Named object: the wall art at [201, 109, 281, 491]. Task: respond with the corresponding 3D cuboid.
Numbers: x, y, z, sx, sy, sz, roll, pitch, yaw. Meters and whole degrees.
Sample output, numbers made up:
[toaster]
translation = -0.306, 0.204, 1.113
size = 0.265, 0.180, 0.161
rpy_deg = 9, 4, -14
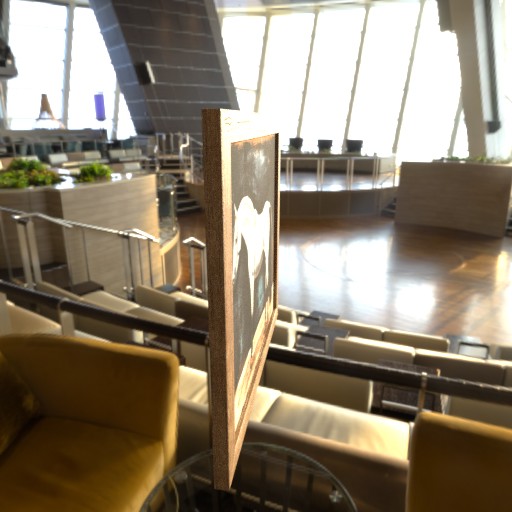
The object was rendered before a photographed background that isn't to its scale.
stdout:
[wall art]
translation = 0.000, 0.000, 0.960
size = 0.026, 0.588, 0.690
rpy_deg = 3, 17, 9
